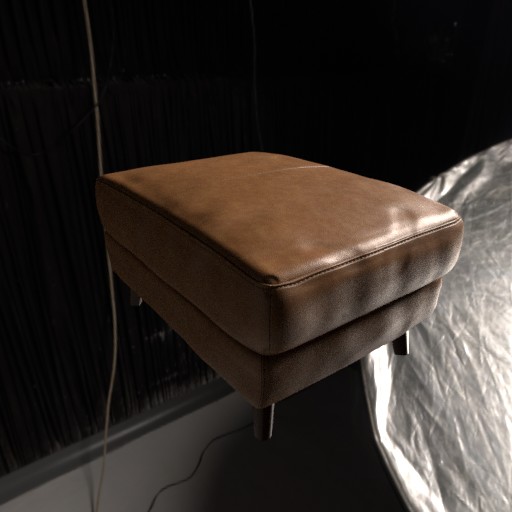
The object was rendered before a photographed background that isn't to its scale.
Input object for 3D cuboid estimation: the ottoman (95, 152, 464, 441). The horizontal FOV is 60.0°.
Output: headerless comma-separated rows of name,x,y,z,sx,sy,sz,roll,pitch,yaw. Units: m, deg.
ottoman,0.000,0.000,1.226,0.630,0.461,0.869,-18,30,-33
